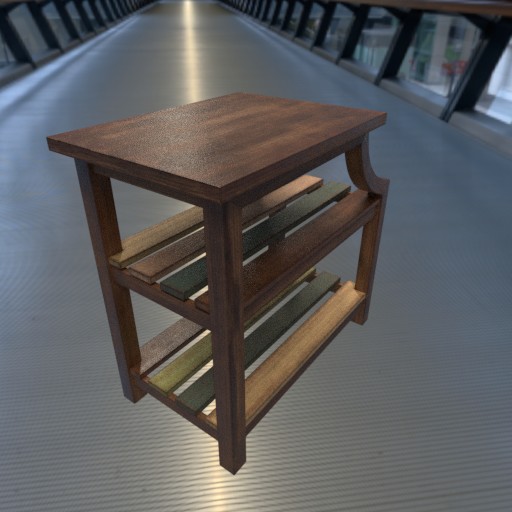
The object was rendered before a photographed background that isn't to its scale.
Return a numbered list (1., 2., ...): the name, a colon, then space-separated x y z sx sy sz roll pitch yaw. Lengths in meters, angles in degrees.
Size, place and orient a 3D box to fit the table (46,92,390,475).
1. table: 0.000 0.000 0.949 0.356 0.584 0.609 21 36 31
